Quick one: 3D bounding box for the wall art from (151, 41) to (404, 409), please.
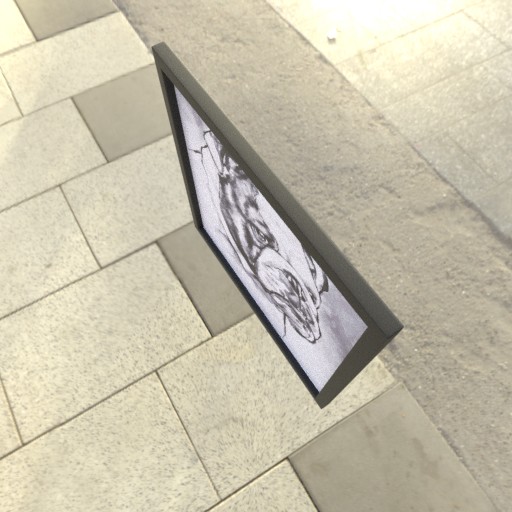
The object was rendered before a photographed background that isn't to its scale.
[{"bbox_3d":[0.000,0.000,0.683,0.022,0.453,0.456,-31,67,-14],"label":"wall art"}]
